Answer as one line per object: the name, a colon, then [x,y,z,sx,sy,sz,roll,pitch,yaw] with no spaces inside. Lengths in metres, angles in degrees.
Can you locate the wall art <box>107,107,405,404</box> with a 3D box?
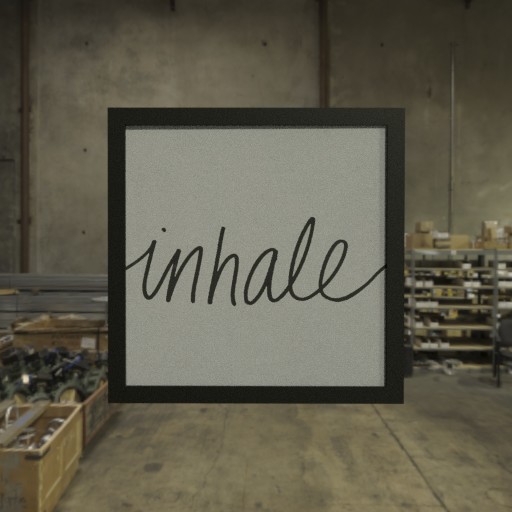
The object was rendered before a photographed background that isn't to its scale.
wall art: [0.000,0.000,0.538,0.356,0.356,0.013,0,1,0]
